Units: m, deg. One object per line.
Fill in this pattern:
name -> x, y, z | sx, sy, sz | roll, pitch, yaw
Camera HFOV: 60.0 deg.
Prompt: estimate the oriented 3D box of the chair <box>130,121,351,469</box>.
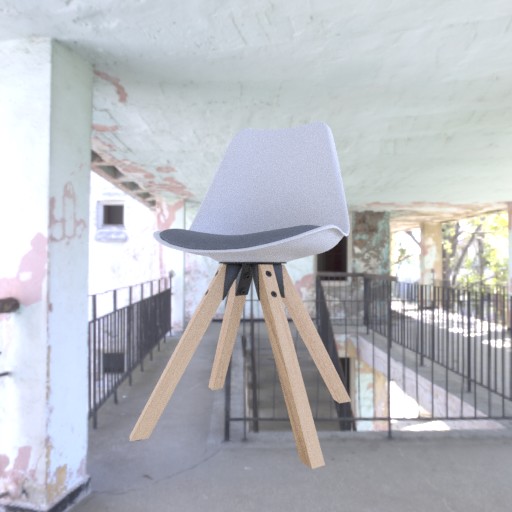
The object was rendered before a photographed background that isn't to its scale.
chair -> 0.000, 0.000, 1.187 | 0.485, 0.850, 0.550 | 0, -1, 19
